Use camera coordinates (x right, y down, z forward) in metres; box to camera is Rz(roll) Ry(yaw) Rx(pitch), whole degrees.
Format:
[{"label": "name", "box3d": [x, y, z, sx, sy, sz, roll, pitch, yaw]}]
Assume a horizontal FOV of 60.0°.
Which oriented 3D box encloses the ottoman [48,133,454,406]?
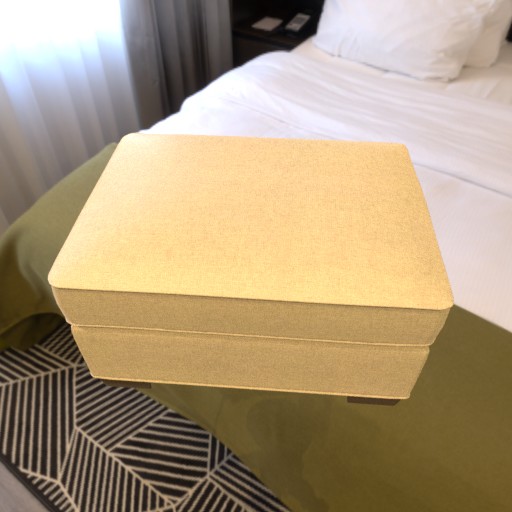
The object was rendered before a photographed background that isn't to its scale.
[{"label": "ottoman", "box3d": [0.000, 0.000, 1.238, 0.843, 0.504, 0.619, 3, 46, 3]}]
